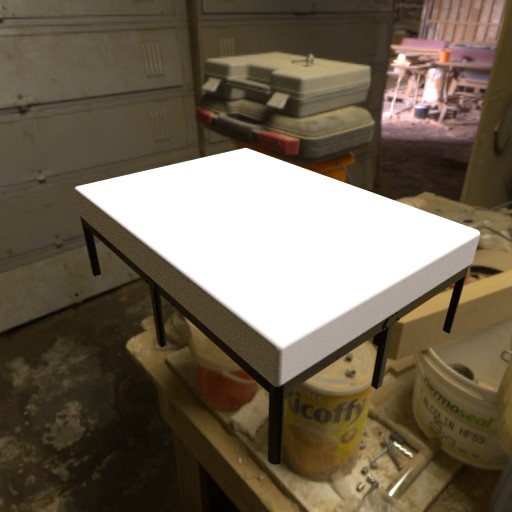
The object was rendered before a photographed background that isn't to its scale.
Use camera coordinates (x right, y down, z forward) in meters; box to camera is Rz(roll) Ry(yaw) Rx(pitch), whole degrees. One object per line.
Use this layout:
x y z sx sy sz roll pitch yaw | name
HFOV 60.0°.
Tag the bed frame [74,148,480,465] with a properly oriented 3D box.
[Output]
0.000 0.000 2.699 1.408 0.659 1.956 -22 36 -33 | bed frame
